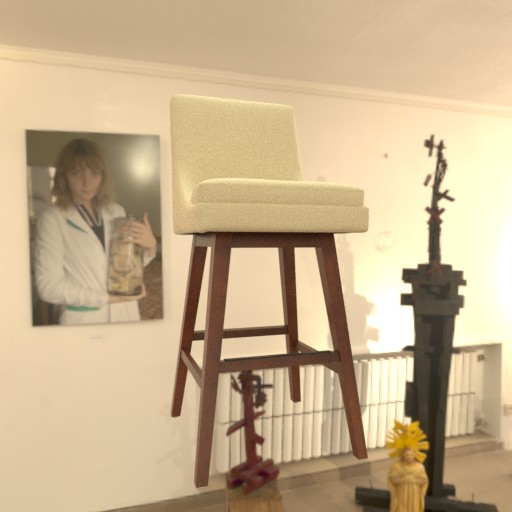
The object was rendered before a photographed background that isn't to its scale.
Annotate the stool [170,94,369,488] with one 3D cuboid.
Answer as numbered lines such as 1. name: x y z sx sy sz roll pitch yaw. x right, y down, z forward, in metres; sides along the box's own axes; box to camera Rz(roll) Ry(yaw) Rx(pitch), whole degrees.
1. stool: 0.000 0.000 1.357 0.470 1.097 0.559 -1 2 -18
